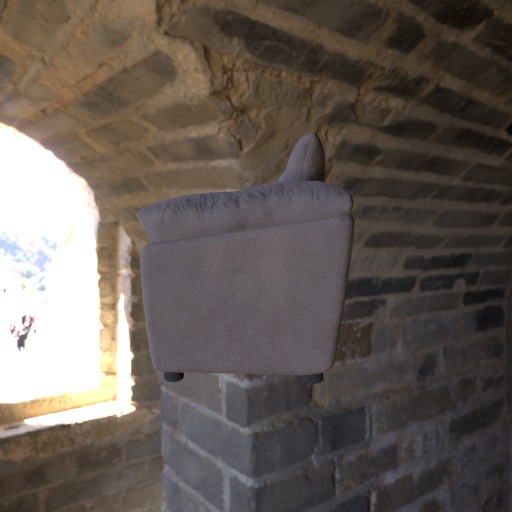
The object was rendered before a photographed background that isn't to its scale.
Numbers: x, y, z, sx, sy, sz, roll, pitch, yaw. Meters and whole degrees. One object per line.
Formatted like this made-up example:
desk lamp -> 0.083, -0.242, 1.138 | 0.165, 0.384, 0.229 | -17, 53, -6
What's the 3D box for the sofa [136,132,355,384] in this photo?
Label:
sofa -> 0.000, 0.000, 2.889 | 0.878, 1.073, 2.336 | 0, 1, 2
